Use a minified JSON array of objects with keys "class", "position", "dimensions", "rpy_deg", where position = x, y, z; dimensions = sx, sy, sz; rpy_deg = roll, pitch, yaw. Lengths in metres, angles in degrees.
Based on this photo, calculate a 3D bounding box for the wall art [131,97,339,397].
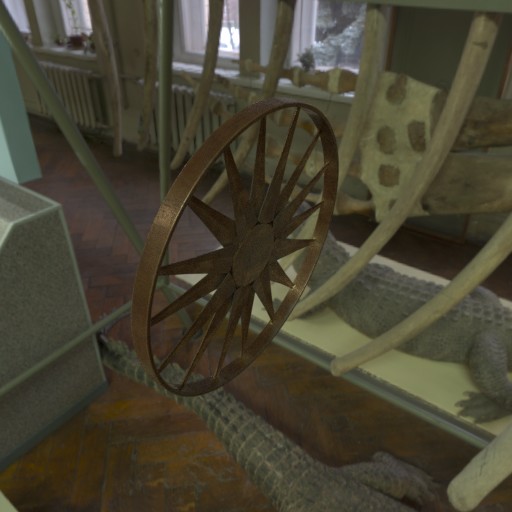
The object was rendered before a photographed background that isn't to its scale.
[{"class":"wall art","position":[0.000,0.000,0.853],"dimensions":[0.084,0.583,0.582],"rpy_deg":[22,38,30]}]
